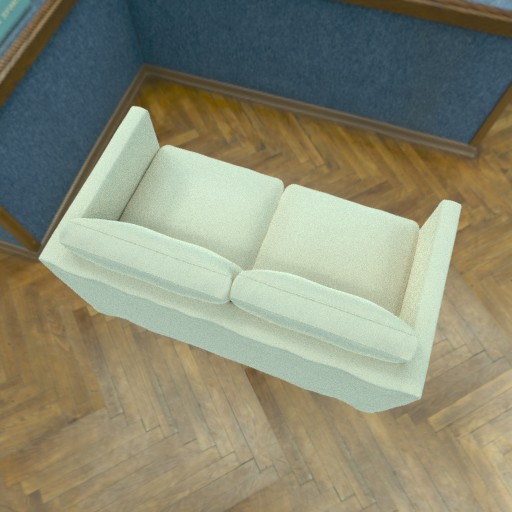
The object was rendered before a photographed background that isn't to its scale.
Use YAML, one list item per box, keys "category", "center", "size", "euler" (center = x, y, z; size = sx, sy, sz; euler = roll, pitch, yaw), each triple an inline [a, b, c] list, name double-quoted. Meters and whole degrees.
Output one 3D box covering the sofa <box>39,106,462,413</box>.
- category: "sofa"
  center: [0.000, 0.000, 2.271]
  size: [1.746, 0.834, 0.962]
  euler: [19, 68, 8]
